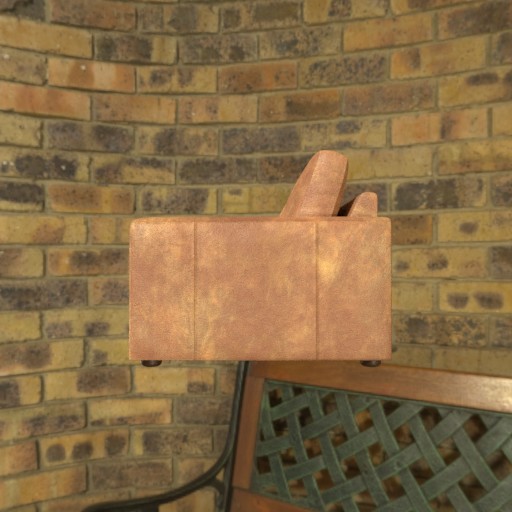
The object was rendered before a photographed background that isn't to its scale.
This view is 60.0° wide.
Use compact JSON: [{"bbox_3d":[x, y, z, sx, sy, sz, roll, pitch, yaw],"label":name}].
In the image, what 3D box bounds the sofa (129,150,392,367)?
[{"bbox_3d":[0.000,0.000,2.722,1.016,0.873,2.179,0,0,0],"label":"sofa"}]
